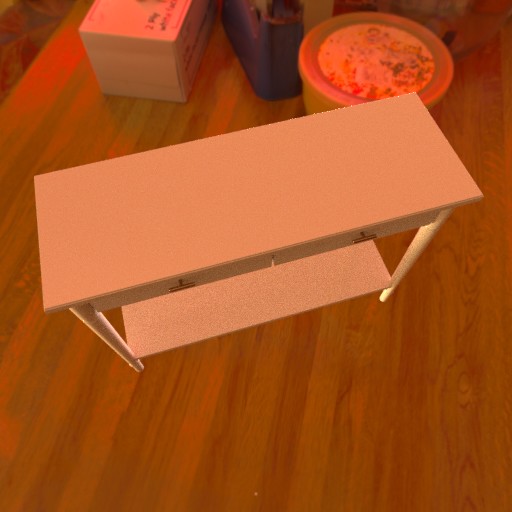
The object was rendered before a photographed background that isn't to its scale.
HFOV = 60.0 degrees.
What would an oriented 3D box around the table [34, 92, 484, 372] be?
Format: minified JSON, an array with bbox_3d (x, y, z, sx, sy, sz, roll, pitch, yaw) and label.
[{"bbox_3d":[0.000,0.000,1.441,1.067,0.749,0.381,-15,63,-8],"label":"table"}]
